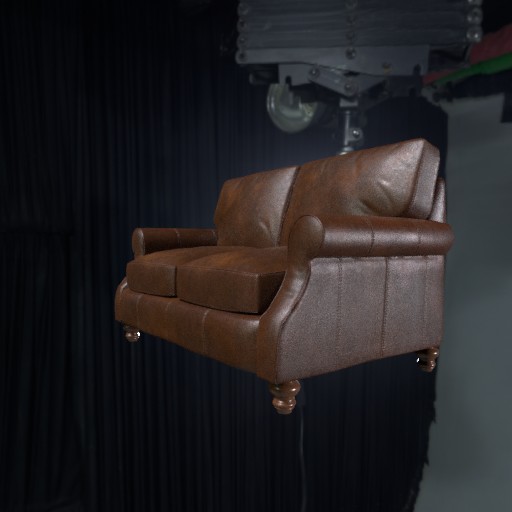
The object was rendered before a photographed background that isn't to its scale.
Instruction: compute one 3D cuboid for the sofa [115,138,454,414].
[{"bbox_3d":[0.000,0.000,2.195,0.990,0.976,1.616,-1,2,-36],"label":"sofa"}]
